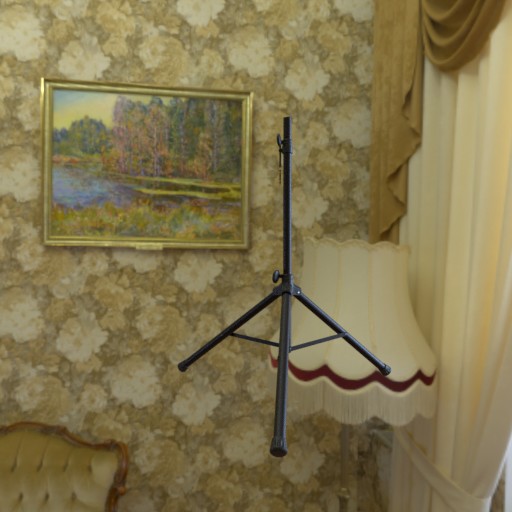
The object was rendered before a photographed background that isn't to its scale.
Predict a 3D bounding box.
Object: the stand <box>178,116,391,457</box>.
[{"bbox_3d":[0.000,0.000,1.911,0.907,1.136,1.045,1,1,35],"label":"stand"}]
